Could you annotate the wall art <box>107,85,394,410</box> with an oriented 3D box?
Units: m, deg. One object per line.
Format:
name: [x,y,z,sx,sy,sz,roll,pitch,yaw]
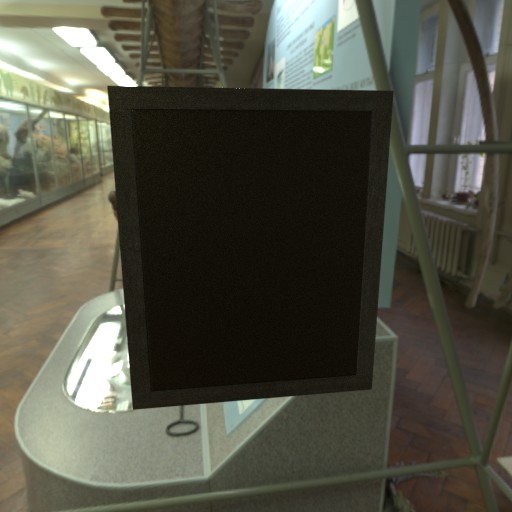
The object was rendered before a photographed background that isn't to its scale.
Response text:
wall art: [0.000,0.000,0.819,0.479,0.580,0.027,-2,15,-8]
